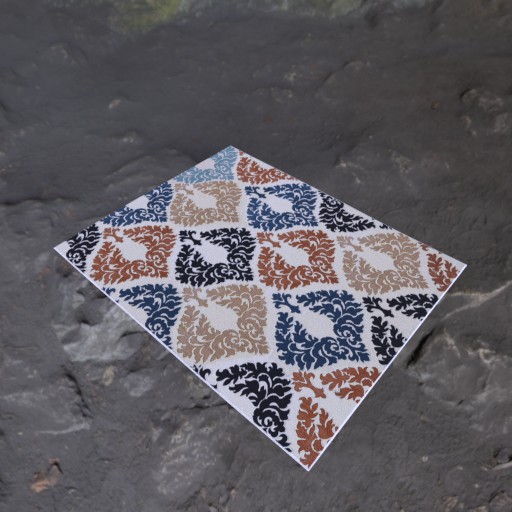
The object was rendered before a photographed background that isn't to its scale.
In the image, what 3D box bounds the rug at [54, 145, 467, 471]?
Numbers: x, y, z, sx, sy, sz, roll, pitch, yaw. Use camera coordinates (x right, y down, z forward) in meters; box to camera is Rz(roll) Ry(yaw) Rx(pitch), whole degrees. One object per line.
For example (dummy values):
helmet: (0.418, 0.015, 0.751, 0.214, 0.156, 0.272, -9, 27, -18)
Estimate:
rug: (0.000, 0.000, 4.146, 3.040, 0.014, 2.423, 33, 54, 28)
